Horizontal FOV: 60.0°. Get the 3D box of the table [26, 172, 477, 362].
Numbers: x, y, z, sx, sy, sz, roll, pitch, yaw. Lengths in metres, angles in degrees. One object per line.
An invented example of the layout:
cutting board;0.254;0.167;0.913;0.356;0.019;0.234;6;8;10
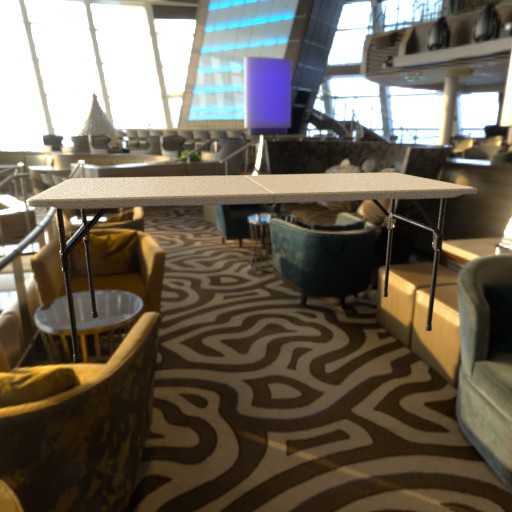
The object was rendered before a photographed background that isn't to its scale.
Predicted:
table;0.000;0.000;2.192;1.829;0.719;0.761;-3;16;-10
